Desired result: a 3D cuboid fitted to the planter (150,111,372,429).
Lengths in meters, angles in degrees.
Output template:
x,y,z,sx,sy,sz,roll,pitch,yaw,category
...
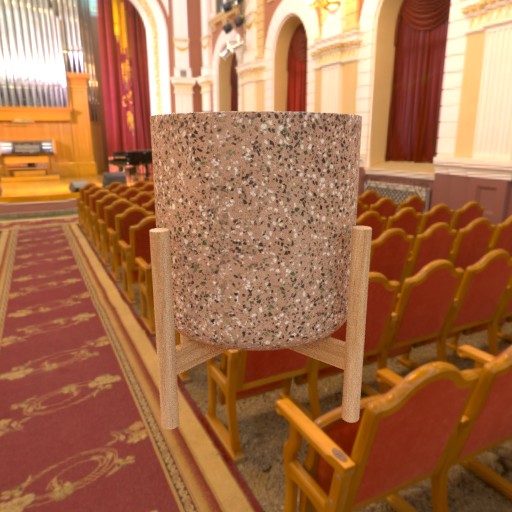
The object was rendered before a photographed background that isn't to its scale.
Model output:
x,y,z,sx,sy,sz,roll,pitch,yaw,category
0.000,0.000,0.702,0.360,0.419,0.360,-7,16,-25,planter
